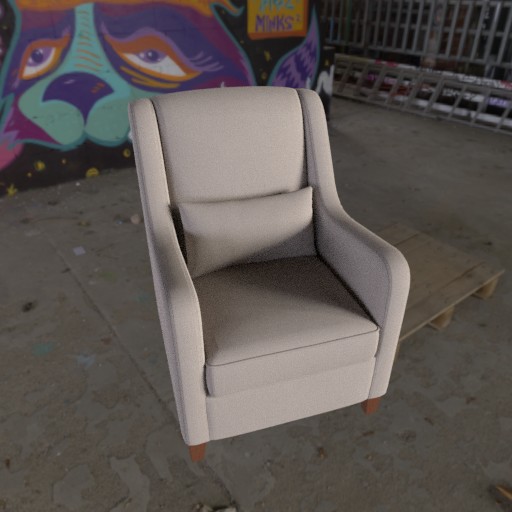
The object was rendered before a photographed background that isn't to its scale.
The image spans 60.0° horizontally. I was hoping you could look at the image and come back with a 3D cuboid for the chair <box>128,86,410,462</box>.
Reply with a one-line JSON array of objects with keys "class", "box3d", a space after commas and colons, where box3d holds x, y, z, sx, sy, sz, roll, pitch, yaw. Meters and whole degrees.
[{"class": "chair", "box3d": [0.000, 0.000, 1.583, 0.715, 1.010, 0.863, -9, 33, -15]}]
